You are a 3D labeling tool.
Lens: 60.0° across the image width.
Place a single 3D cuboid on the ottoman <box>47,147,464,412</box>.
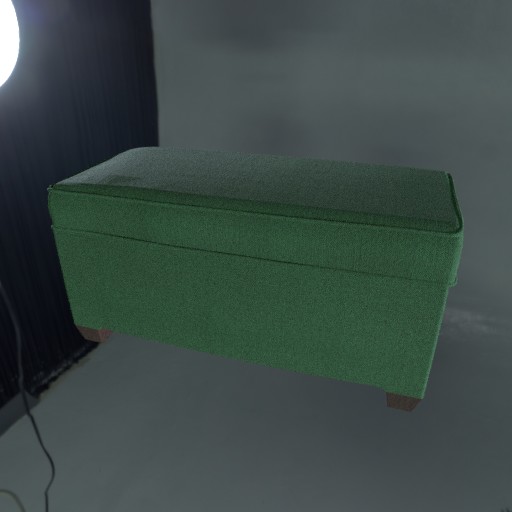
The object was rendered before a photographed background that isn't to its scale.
[{"bbox_3d":[0.000,0.000,1.208,0.957,0.471,0.483,8,28,16],"label":"ottoman"}]
